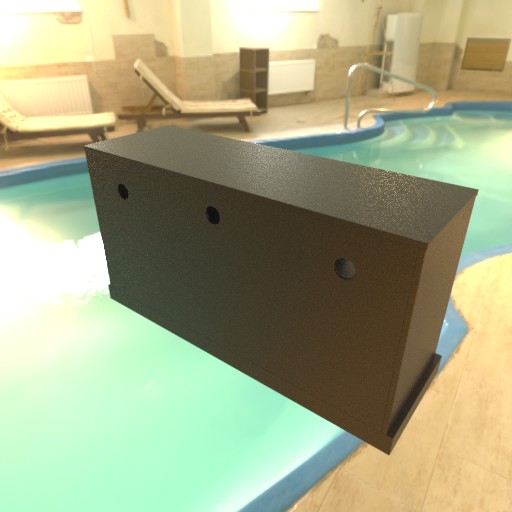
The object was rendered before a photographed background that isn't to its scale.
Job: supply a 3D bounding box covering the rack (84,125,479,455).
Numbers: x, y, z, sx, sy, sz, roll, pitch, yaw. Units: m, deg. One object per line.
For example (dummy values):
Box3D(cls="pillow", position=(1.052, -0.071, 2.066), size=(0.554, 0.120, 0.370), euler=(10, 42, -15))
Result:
Box3D(cls="rack", position=(0.000, 0.000, 1.489), size=(1.206, 0.635, 0.399), euler=(21, 35, 32))
